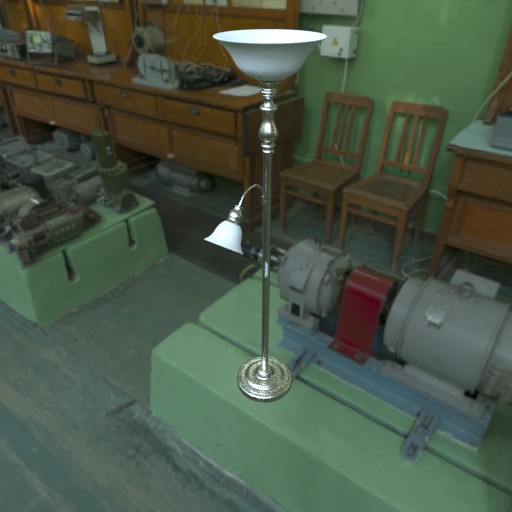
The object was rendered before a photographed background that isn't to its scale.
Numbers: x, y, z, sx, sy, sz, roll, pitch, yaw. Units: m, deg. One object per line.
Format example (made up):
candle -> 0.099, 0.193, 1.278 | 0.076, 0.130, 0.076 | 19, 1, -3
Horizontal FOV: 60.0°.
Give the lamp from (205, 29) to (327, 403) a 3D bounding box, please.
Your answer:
lamp -> 0.000, 0.000, 2.009 | 0.405, 1.785, 0.575 | 21, 38, 29
